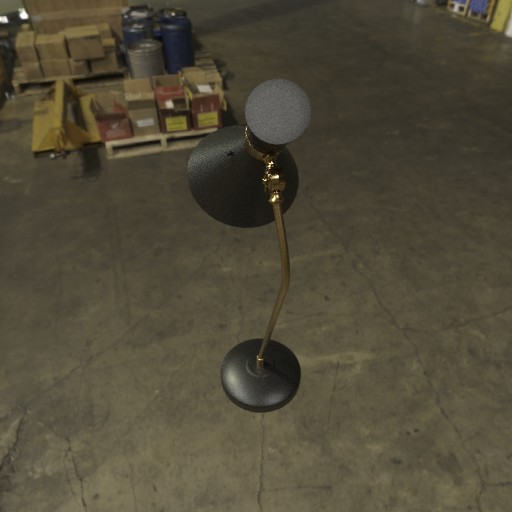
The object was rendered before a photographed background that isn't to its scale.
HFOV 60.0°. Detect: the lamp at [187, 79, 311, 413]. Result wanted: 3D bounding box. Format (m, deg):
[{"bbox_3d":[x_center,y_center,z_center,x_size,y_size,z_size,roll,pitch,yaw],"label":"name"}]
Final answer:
[{"bbox_3d":[0.000,0.000,0.780,0.189,0.647,0.292,-12,43,-13],"label":"lamp"}]
